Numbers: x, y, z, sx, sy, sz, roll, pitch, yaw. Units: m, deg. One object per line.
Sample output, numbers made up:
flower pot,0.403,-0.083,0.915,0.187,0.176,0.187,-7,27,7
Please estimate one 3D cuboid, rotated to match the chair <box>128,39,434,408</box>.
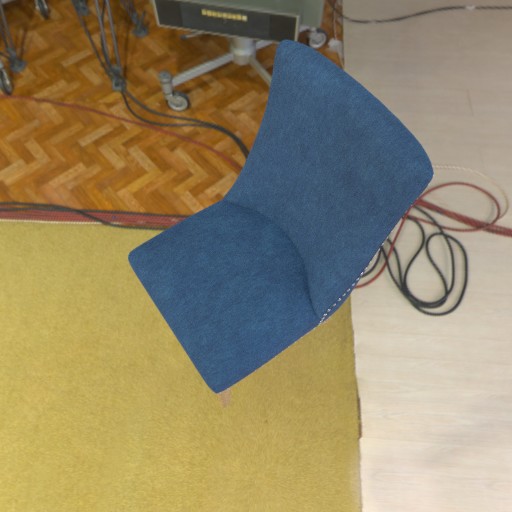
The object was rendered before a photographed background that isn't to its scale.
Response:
chair,0.000,0.000,1.258,0.610,0.902,0.495,-32,68,-15
